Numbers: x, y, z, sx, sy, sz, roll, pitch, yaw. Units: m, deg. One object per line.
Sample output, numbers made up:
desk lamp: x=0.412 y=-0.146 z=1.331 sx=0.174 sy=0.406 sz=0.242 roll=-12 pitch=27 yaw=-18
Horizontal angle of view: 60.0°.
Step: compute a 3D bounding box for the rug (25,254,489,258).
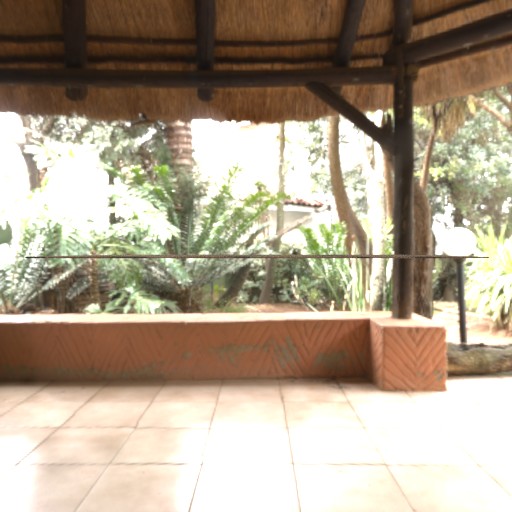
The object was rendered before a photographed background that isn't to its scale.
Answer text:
rug: x=0.000 y=0.000 z=3.053 sx=2.423 sy=0.008 sz=1.513 roll=0 pitch=1 yaw=0
